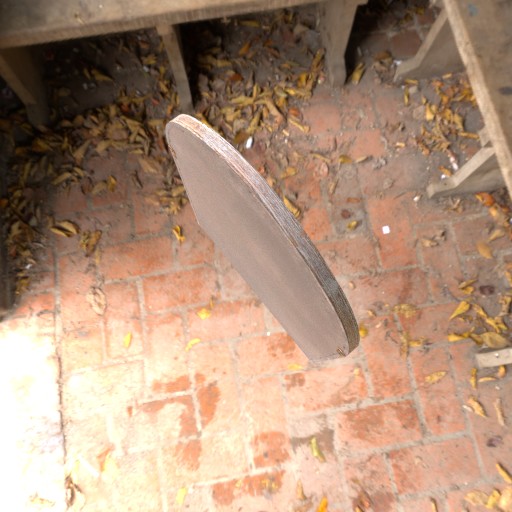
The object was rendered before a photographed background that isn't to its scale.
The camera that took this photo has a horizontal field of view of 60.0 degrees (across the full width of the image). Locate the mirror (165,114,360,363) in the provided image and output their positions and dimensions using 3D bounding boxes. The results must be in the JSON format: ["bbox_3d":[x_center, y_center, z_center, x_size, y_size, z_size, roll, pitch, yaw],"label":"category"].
[{"bbox_3d":[0.000,0.000,1.172,0.032,0.920,0.660,-38,78,-9],"label":"mirror"}]
